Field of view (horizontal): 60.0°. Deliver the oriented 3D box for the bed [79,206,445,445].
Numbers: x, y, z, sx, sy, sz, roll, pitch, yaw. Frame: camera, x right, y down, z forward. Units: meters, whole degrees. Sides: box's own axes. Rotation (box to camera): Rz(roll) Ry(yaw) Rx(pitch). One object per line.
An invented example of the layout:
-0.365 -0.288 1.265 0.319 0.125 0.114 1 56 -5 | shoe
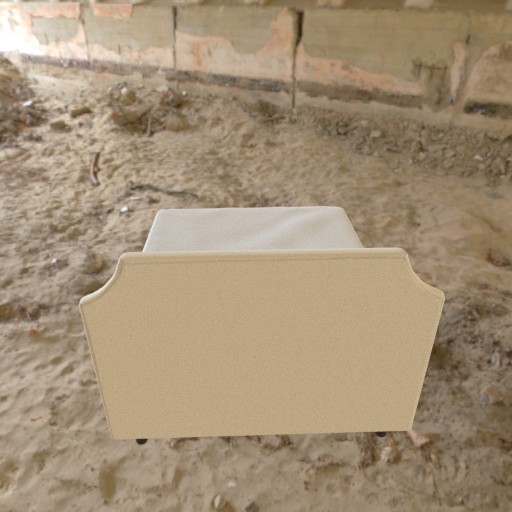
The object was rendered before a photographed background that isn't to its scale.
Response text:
0.000 0.000 4.076 2.350 1.590 2.773 -1 30 -2 | bed
